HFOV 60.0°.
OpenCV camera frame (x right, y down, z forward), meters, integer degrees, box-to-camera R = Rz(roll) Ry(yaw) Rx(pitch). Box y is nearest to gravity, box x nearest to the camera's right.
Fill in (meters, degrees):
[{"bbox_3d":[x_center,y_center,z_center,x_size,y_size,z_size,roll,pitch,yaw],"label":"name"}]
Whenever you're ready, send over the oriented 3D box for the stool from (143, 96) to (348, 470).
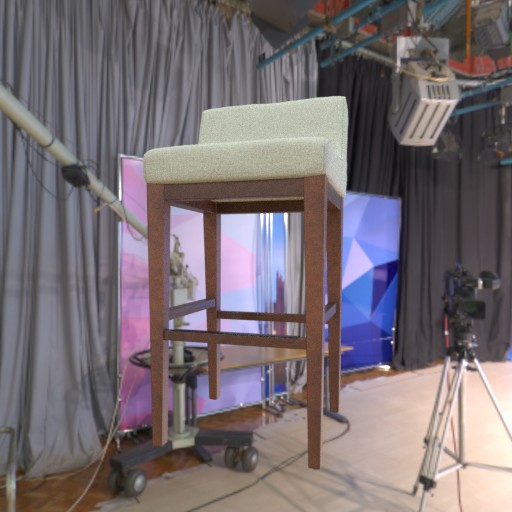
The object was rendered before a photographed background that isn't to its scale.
[{"bbox_3d":[0.000,0.000,1.349,0.511,1.037,0.500,0,1,17],"label":"stool"}]
